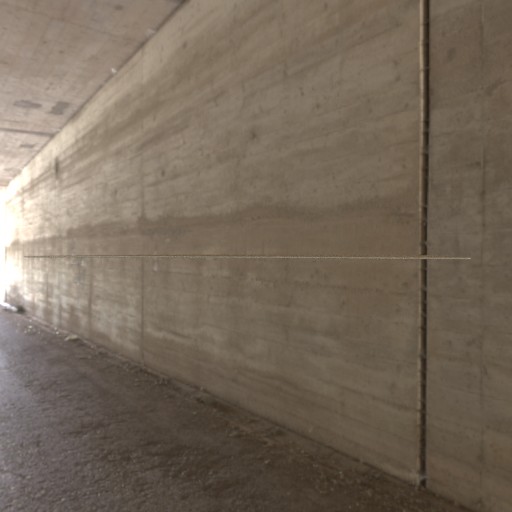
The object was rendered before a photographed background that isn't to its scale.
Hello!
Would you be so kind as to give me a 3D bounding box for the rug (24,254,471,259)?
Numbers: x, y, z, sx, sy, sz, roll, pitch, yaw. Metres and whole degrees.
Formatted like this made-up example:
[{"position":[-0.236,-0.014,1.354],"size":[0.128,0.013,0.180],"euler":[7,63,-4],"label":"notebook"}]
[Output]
[{"position":[0.000,0.000,3.004],"size":[2.435,0.012,1.529],"euler":[0,0,18],"label":"rug"}]
